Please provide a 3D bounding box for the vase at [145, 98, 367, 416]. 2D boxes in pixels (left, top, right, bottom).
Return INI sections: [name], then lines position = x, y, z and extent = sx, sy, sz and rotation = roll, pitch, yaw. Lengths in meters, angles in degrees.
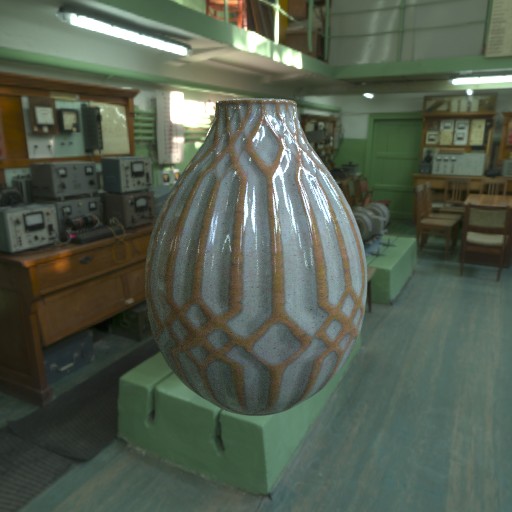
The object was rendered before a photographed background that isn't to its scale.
[vase]
position = 0.000, 0.000, 0.265
extent = 0.131, 0.175, 0.131
rotation = 0, 15, 0
